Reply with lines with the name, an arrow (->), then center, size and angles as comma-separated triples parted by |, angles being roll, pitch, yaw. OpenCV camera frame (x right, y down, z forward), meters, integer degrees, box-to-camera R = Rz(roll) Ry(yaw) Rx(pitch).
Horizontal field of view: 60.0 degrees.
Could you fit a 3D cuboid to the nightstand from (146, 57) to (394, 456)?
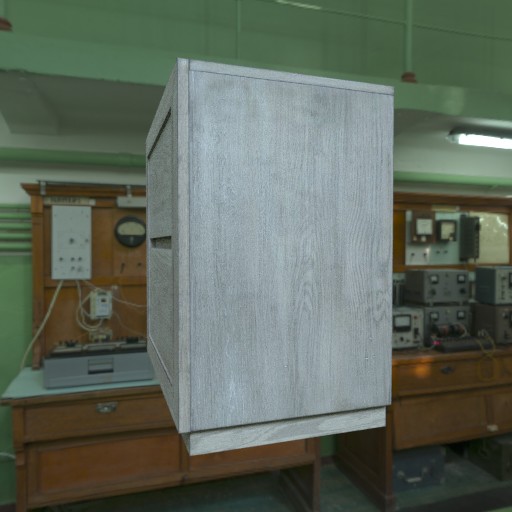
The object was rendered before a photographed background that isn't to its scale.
nightstand -> 0.000, 0.000, 1.103 | 0.483, 0.673, 0.612 | 0, 2, -19
